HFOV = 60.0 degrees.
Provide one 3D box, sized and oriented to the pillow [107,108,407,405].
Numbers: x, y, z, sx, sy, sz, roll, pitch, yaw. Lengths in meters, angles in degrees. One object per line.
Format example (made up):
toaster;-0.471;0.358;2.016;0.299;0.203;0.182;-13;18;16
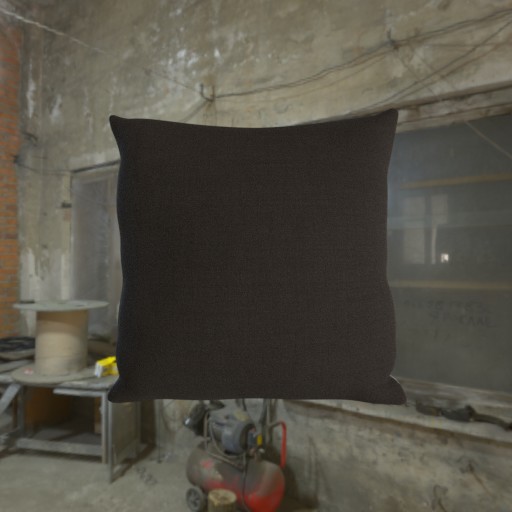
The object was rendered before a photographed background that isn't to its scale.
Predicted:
pillow;0.000;0.000;0.754;0.503;0.496;0.208;0;-1;1
